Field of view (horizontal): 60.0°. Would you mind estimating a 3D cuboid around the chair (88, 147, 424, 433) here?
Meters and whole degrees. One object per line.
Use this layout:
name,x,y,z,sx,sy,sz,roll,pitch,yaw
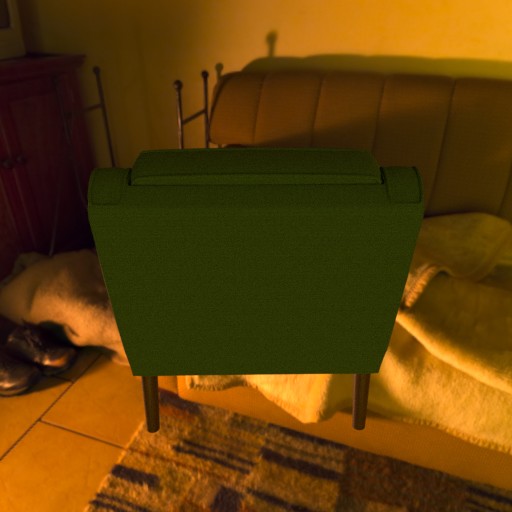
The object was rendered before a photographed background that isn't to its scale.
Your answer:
chair,0.000,0.000,1.315,0.663,0.792,0.743,0,29,-1
